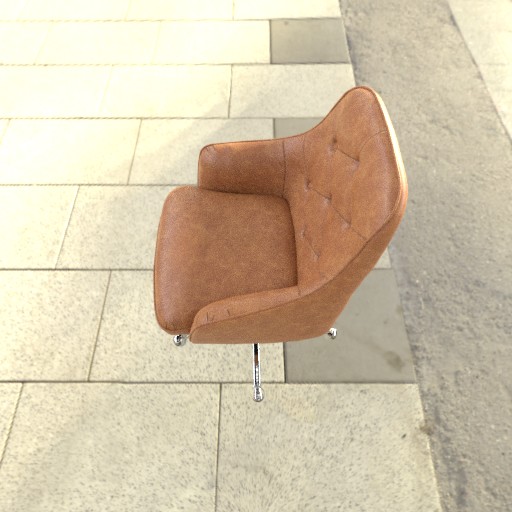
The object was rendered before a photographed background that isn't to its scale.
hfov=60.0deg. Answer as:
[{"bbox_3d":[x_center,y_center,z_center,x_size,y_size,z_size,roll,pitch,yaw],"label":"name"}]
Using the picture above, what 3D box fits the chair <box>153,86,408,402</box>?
[{"bbox_3d":[0.000,0.000,1.317,0.615,0.909,0.628,-2,57,-1],"label":"chair"}]
